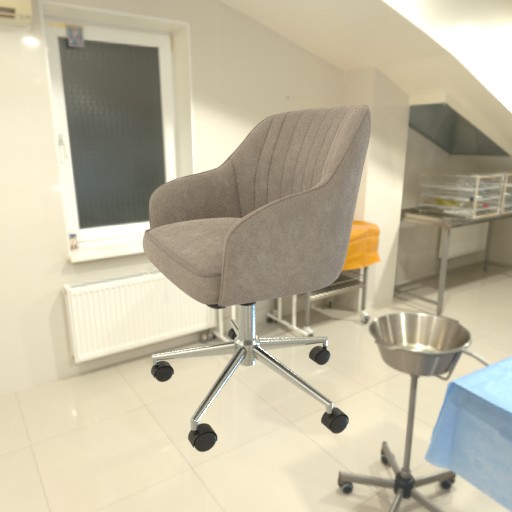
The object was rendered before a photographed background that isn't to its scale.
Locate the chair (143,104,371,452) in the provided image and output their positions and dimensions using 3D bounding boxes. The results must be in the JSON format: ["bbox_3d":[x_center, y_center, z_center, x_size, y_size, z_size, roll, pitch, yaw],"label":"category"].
[{"bbox_3d":[0.000,0.000,1.280,0.573,0.831,0.635,-8,17,-26],"label":"chair"}]
